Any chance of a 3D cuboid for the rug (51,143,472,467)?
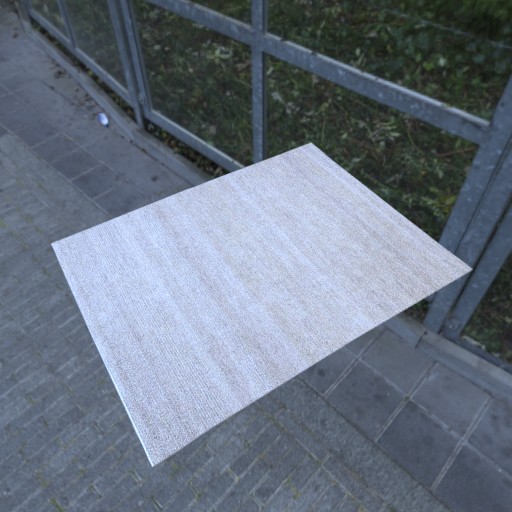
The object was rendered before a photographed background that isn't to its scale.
[{"bbox_3d":[0.000,0.000,4.255,3.245,0.046,2.467,-25,53,-21],"label":"rug"}]
